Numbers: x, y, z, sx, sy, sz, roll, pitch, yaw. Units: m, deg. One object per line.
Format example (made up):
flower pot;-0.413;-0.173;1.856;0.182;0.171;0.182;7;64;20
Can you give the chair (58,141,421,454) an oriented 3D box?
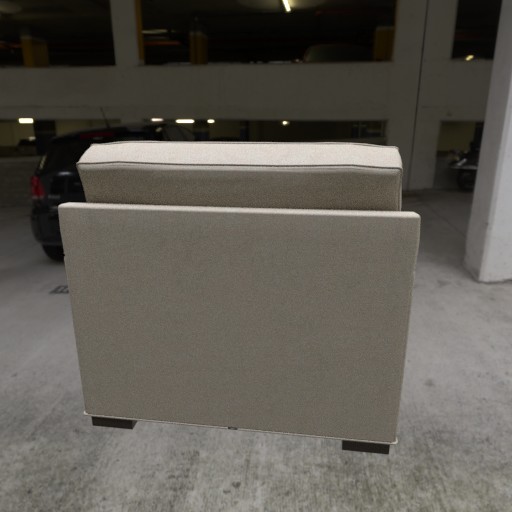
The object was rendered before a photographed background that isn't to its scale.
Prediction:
chair;0.000;0.000;1.749;0.998;0.913;1.043;2;18;8
